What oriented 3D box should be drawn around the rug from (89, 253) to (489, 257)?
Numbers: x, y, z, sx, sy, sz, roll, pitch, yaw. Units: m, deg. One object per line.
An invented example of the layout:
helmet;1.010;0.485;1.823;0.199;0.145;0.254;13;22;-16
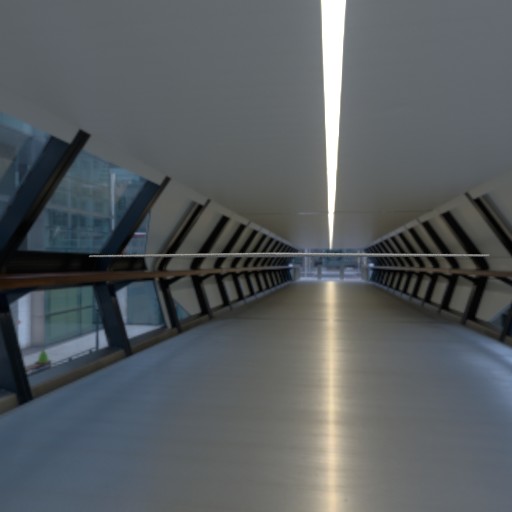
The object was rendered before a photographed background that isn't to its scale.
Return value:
rug;0.000;0.000;2.914;1.522;0.008;2.284;0;0;-36
